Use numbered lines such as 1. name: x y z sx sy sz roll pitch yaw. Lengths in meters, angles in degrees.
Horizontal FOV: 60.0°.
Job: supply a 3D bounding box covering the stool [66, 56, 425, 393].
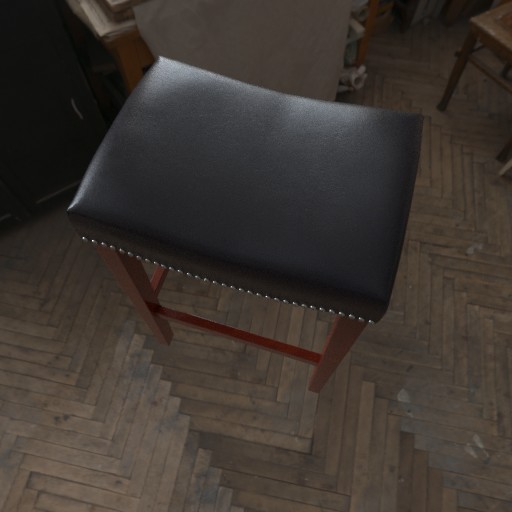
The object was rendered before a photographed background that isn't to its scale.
1. stool: 0.000 0.000 1.014 0.504 0.742 0.372 16 65 8
